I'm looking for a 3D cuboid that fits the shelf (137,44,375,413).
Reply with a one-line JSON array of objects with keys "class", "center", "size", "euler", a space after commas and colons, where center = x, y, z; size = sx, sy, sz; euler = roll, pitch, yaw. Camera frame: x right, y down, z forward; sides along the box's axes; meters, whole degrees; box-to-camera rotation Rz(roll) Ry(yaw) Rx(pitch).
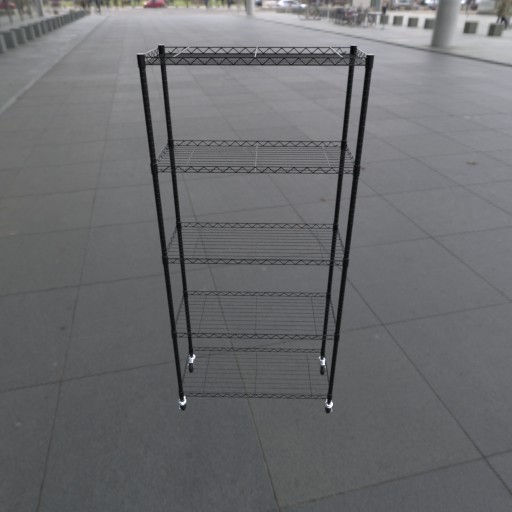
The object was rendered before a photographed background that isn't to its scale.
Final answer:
[{"class": "shelf", "center": [0.000, 0.000, 1.937], "size": [0.762, 1.645, 0.356], "euler": [1, 30, 1]}]
